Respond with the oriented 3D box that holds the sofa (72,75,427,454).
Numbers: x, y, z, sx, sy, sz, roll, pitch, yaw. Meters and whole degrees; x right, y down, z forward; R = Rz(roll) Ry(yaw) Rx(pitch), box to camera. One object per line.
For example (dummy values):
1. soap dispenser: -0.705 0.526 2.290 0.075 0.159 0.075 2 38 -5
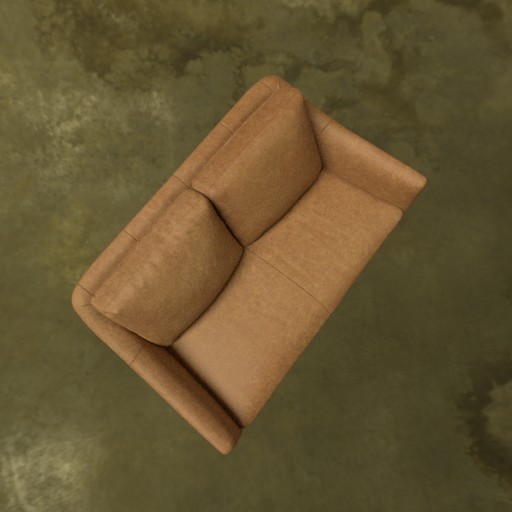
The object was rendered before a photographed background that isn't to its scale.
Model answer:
1. sofa: 0.000 0.000 2.251 0.960 0.902 1.619 37 78 9
